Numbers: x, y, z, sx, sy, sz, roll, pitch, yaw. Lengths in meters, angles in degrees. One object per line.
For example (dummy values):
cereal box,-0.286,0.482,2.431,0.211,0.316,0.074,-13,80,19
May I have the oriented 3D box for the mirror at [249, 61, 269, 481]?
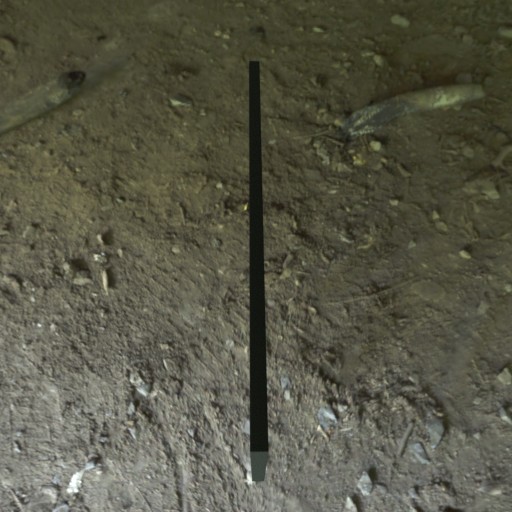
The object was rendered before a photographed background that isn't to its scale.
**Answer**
mirror,0.000,0.000,1.810,0.047,0.692,1.584,0,58,0
